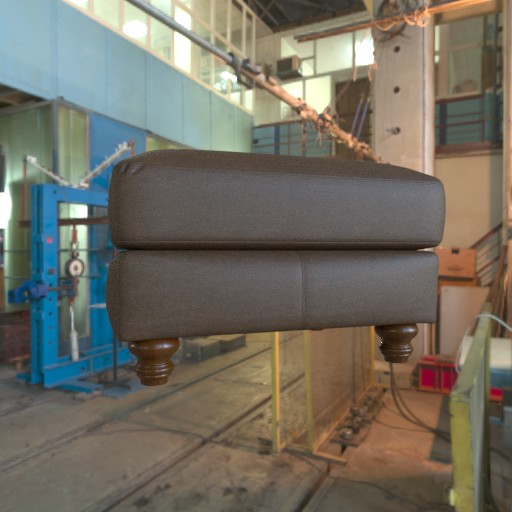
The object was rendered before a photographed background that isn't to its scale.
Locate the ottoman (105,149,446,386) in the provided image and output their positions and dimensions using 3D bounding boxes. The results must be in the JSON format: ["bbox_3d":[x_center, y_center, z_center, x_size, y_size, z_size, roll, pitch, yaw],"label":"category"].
[{"bbox_3d":[0.000,0.000,1.222,0.787,0.508,0.635,0,1,-18],"label":"ottoman"}]
